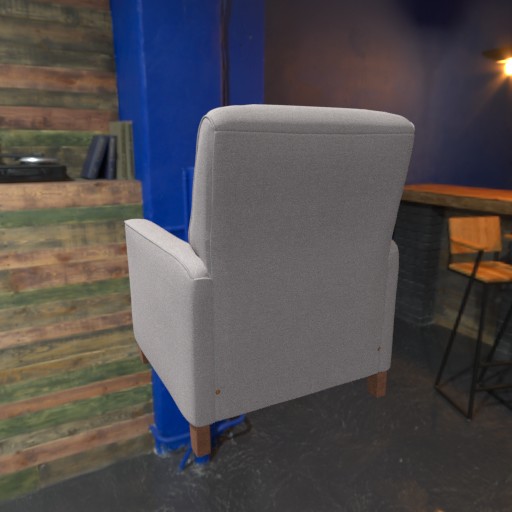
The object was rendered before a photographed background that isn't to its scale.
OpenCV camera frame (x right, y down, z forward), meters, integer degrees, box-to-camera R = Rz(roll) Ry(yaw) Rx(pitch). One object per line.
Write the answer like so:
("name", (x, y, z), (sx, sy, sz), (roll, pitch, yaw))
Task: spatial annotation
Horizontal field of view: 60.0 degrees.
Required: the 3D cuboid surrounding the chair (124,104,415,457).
("chair", (0.000, 0.000, 1.677), (0.845, 1.023, 0.859), (-7, 16, -27))
